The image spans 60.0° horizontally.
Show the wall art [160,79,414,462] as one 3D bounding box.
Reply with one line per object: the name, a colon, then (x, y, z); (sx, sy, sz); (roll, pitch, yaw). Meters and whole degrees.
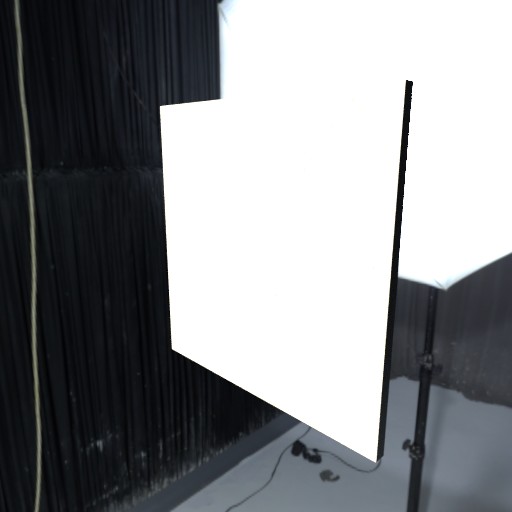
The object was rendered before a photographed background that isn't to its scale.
wall art: (0.000, 0.000, 1.140); (0.031, 0.775, 0.773); (-13, 19, -43)
